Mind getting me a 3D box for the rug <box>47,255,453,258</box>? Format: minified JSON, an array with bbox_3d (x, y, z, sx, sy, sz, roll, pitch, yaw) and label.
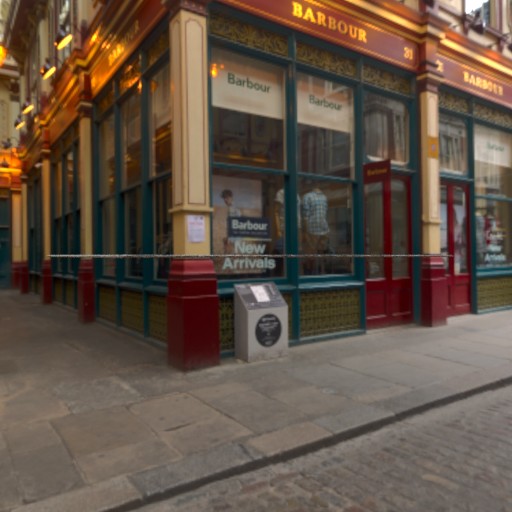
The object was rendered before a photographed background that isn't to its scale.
[{"bbox_3d":[0.000,0.000,4.906,3.824,0.019,2.393,0,0,-36],"label":"rug"}]
